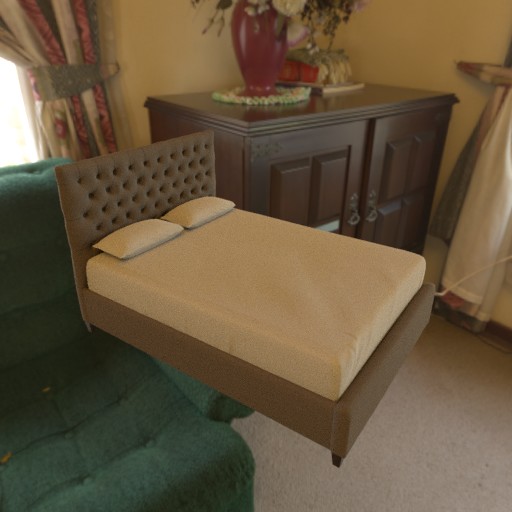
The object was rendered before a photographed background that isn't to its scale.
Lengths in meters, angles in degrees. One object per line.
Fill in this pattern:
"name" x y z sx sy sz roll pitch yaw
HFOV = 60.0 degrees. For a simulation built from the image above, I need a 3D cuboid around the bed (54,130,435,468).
"bed" 0.000 0.000 3.446 2.387 1.427 1.698 17 31 31
